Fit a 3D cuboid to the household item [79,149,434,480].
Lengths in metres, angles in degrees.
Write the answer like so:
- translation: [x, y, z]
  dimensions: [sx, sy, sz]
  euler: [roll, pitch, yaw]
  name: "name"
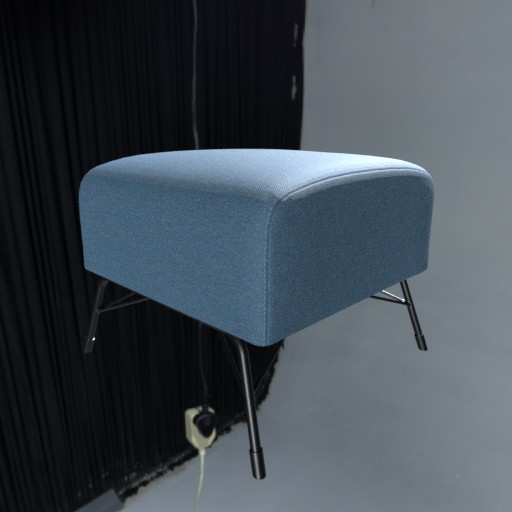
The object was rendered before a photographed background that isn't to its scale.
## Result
- translation: [0.000, 0.000, 0.898]
  dimensions: [0.530, 0.420, 0.530]
  euler: [15, 21, 42]
  name: "household item"
